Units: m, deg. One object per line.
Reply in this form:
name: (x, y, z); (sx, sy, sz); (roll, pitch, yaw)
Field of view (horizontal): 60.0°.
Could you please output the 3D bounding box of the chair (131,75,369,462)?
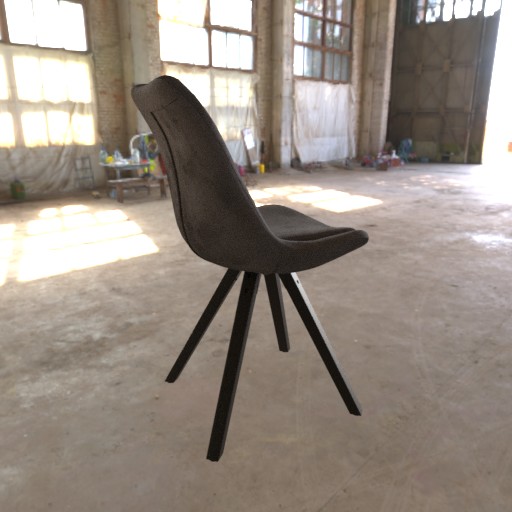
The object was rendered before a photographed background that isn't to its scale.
chair: (0.000, 0.000, 1.177); (0.550, 0.850, 0.476); (-8, 18, -25)
